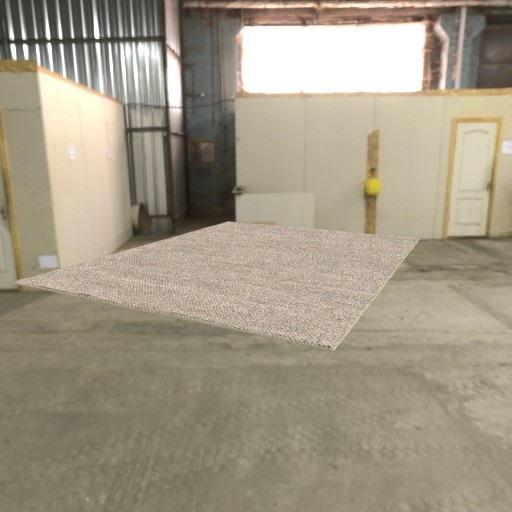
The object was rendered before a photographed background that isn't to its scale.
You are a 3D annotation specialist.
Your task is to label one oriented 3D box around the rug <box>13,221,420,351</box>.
[{"bbox_3d":[0.000,0.000,4.015,2.429,0.030,3.052,7,15,26],"label":"rug"}]
